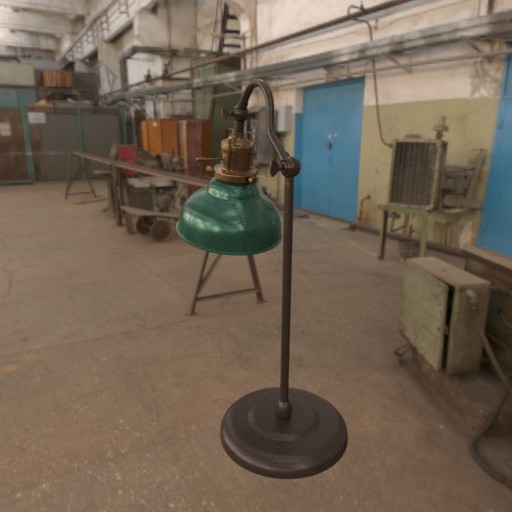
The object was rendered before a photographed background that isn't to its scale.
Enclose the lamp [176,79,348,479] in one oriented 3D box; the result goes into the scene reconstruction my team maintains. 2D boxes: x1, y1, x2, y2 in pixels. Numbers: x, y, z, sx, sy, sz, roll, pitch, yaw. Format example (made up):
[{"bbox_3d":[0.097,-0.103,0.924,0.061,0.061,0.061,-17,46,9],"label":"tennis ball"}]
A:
[{"bbox_3d":[0.000,0.000,0.682,0.192,0.508,0.374,-8,18,-26],"label":"lamp"}]
